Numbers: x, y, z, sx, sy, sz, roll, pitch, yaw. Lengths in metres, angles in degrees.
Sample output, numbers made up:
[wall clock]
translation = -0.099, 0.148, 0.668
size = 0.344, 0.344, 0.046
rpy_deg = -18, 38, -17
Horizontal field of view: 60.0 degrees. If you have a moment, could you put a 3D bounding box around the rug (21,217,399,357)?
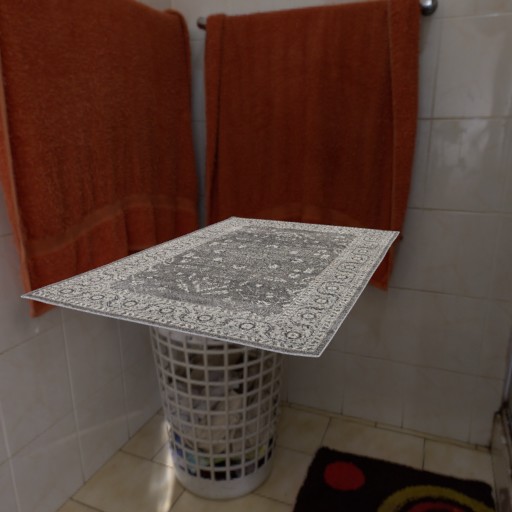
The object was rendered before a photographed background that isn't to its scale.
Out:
[rug]
translation = 0.000, 0.000, 2.291
size = 1.209, 0.019, 1.828
rpy_deg = 7, 17, 23
